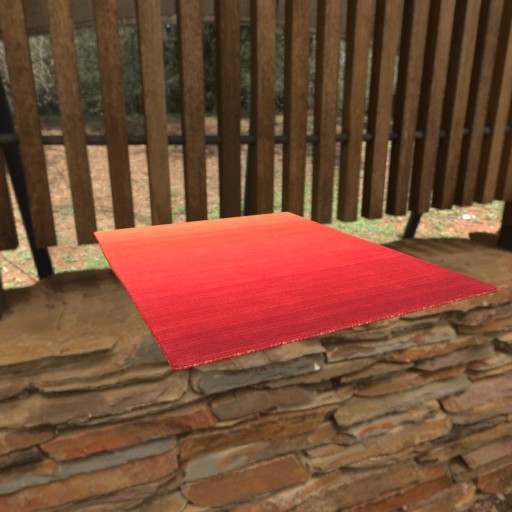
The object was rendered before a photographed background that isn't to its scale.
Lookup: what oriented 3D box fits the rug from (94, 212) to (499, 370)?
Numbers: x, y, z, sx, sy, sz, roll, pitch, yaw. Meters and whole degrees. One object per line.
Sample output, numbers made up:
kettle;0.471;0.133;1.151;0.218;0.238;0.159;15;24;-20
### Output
rug;0.000;0.000;3.813;2.340;0.028;2.905;-8;19;-25
